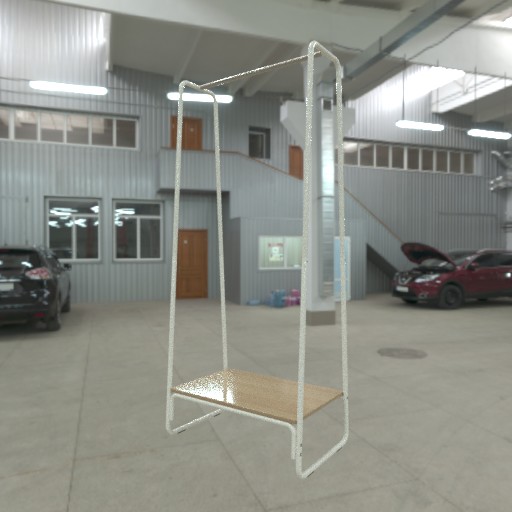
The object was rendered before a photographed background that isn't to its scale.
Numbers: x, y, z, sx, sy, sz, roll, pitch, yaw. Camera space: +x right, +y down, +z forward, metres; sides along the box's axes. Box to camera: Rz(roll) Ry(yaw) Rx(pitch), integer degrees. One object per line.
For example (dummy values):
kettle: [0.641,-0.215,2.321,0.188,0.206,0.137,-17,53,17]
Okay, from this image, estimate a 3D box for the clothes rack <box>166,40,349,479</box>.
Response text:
clothes rack: [0.000,0.000,1.795,0.640,1.500,0.400,1,1,35]
